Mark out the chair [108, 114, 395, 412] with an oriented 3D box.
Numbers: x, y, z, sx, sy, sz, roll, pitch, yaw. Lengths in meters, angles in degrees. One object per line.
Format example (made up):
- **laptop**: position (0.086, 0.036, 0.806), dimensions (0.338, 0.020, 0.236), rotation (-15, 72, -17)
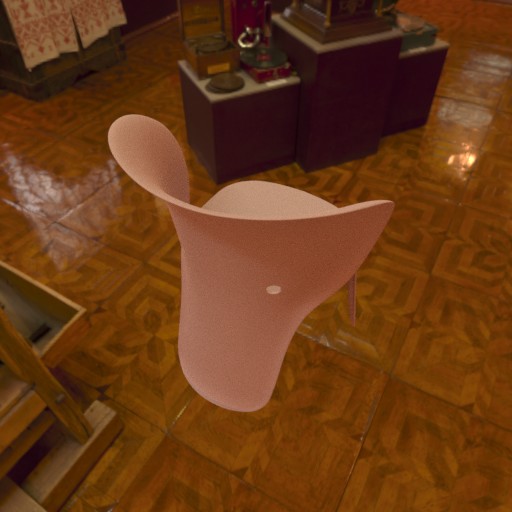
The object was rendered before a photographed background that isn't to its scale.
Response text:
- **chair**: position (0.000, 0.000, 0.865), dimensions (0.451, 0.554, 0.402), rotation (24, 50, 22)
